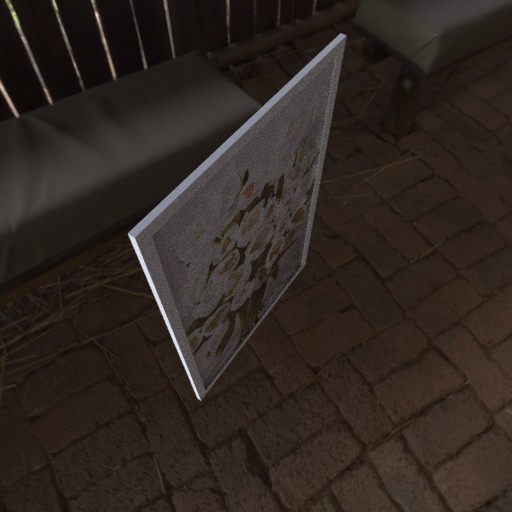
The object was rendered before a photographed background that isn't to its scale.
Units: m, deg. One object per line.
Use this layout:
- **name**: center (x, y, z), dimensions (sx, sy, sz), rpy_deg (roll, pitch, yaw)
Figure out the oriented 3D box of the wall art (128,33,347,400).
- **wall art**: center (0.000, 0.000, 1.235), dimensions (0.015, 0.965, 0.660), rpy_deg (31, 63, 18)
